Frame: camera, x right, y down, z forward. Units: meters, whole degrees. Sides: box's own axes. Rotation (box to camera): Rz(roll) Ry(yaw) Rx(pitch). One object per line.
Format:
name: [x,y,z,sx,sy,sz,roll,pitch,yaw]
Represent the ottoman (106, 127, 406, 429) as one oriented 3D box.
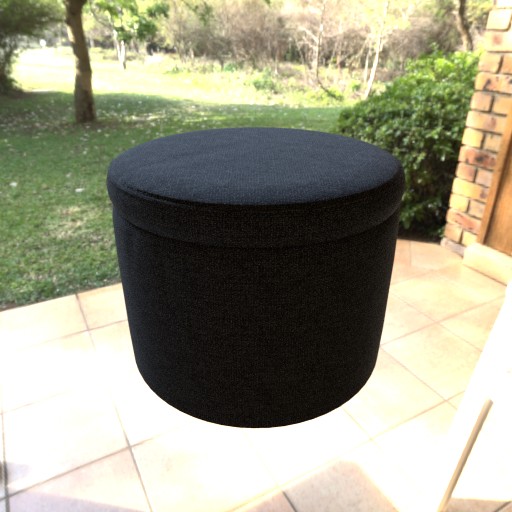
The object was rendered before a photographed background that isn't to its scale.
ottoman: [0.000,0.000,0.880,0.520,0.430,0.520,0,27,0]
